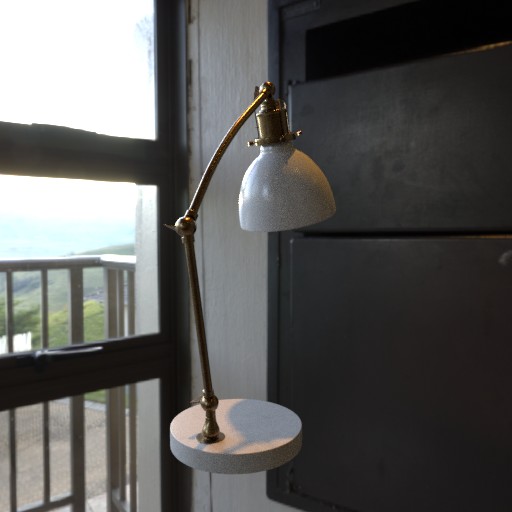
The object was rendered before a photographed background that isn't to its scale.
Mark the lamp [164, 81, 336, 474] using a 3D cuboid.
[{"bbox_3d":[0.000,0.000,0.660,0.186,0.522,0.317,2,3,36],"label":"lamp"}]
